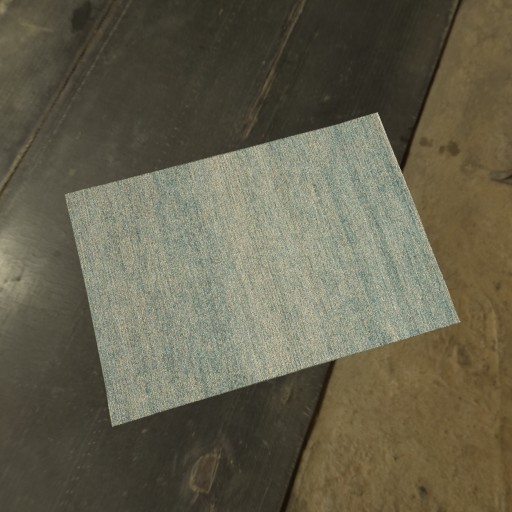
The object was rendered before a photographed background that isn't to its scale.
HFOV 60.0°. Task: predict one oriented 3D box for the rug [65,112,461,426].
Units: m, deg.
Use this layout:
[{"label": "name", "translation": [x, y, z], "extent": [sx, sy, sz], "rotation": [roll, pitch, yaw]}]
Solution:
[{"label": "rug", "translation": [0.000, 0.000, 5.241], "extent": [4.078, 0.052, 2.802], "rotation": [-15, 76, -4]}]
